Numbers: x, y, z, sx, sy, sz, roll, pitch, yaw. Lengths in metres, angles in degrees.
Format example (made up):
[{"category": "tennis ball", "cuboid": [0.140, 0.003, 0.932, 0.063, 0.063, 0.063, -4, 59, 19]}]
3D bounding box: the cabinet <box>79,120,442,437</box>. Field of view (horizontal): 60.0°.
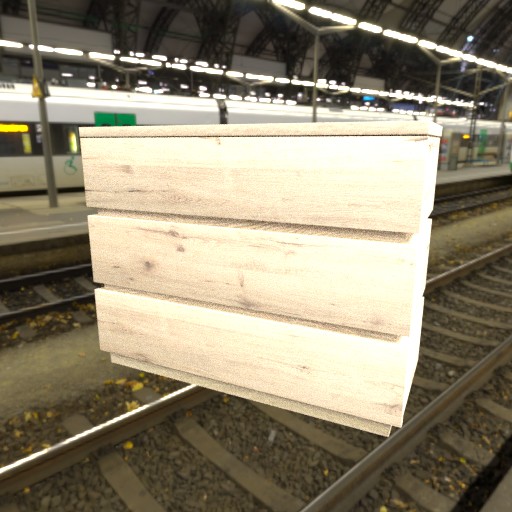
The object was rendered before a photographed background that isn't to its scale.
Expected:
[{"category": "cabinet", "cuboid": [0.000, 0.000, 1.467, 1.040, 0.820, 0.420, 7, 16, 25]}]
